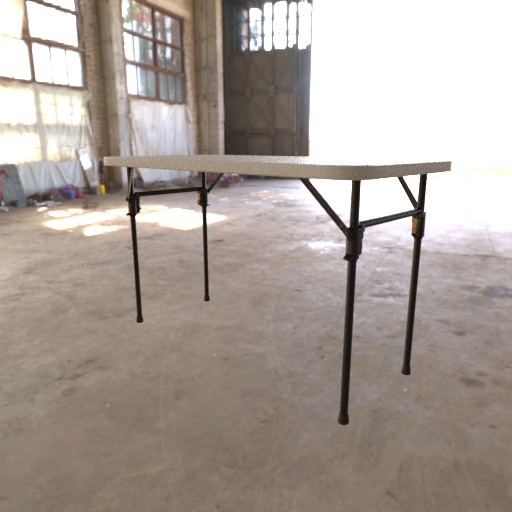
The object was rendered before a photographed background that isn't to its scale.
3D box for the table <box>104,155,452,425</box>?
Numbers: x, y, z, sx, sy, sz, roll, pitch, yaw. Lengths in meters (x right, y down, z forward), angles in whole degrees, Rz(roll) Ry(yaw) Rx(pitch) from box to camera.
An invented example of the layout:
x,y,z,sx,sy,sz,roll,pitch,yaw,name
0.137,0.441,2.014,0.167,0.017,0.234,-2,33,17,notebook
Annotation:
x,y,z,sx,sy,sz,roll,pitch,yaw,name
0.000,0.000,1.690,1.219,0.729,0.610,13,19,42,table
